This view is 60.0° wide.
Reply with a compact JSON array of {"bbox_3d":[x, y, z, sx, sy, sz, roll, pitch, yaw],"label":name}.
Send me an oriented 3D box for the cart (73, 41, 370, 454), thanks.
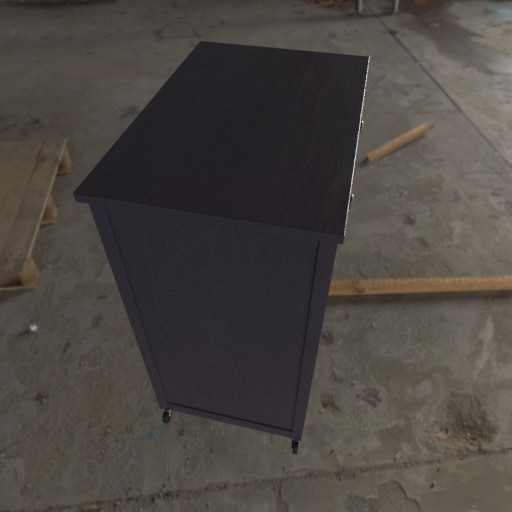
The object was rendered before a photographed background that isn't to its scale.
[{"bbox_3d":[0.000,0.000,1.227,0.449,0.878,0.690,10,47,9],"label":"cart"}]
